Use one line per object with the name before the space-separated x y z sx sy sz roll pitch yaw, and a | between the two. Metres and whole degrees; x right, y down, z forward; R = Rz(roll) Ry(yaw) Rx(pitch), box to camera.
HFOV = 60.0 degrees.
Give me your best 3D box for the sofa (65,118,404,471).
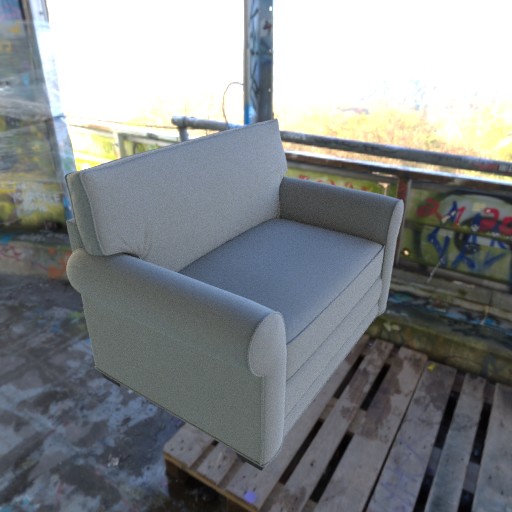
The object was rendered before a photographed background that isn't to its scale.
sofa | 0.000 0.000 2.041 0.937 1.006 1.405 17 31 30
